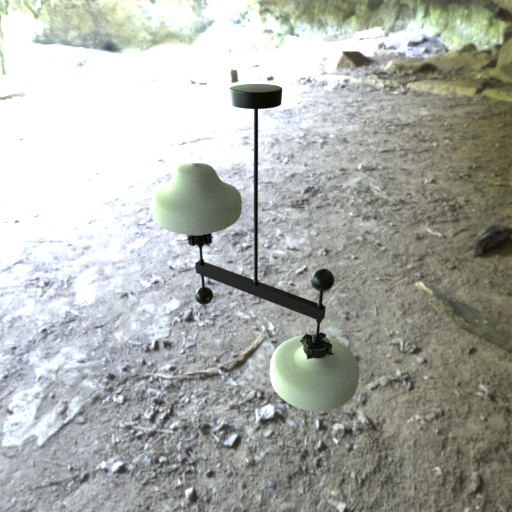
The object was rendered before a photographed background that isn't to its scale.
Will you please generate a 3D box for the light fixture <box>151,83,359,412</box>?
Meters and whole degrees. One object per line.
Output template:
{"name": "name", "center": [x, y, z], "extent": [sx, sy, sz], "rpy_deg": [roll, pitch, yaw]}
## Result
{"name": "light fixture", "center": [0.000, 0.000, 1.034], "extent": [0.489, 0.743, 0.422], "rpy_deg": [-2, 30, -3]}
